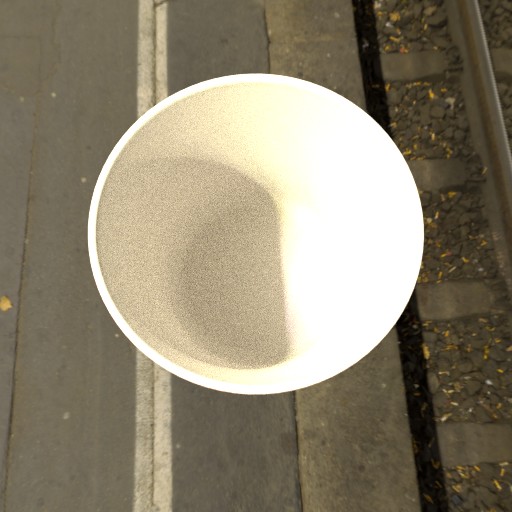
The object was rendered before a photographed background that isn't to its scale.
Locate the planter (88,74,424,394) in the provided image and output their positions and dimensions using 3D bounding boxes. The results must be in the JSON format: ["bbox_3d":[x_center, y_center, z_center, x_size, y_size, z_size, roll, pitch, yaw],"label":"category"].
[{"bbox_3d":[0.000,0.000,0.773,0.440,0.398,0.440,0,76,0],"label":"planter"}]
